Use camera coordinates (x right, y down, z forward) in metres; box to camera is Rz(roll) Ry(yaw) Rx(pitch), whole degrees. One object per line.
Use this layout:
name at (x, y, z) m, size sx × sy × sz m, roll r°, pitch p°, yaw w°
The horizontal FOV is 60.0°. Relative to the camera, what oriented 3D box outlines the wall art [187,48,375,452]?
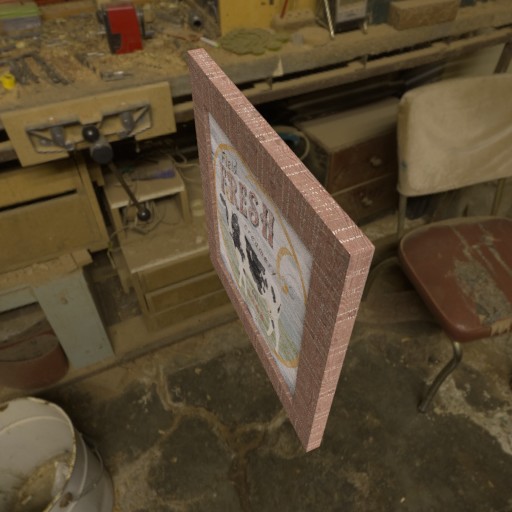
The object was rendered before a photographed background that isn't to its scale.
wall art at (0.000, 0.000, 0.797) m, size 0.029 × 0.531 × 0.531 m, roll -18°, pitch 49°, yaw -16°
